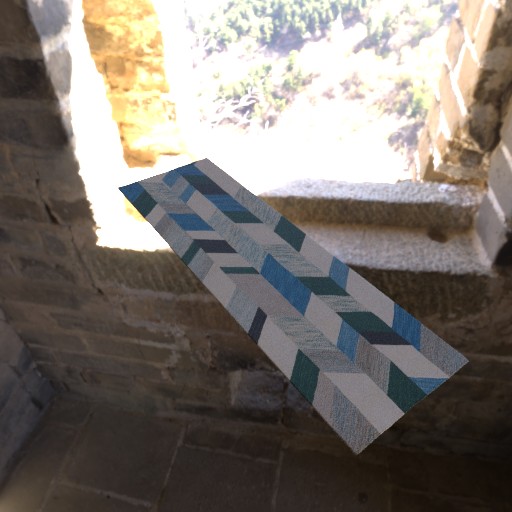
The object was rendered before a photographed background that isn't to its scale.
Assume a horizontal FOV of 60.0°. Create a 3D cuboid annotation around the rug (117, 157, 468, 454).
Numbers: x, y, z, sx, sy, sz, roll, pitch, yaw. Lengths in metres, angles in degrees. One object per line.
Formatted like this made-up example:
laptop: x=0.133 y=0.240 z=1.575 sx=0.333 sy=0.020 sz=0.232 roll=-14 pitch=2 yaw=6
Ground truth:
rug: x=0.000 y=0.000 z=2.688 sx=0.774 sy=0.008 sz=2.437 roll=-25 pitch=47 yaw=-26
